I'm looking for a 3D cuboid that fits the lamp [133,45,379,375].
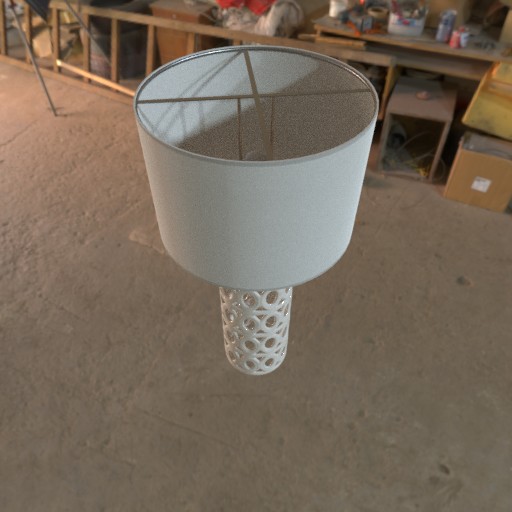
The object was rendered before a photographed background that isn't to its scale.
[{"bbox_3d":[0.000,0.000,0.826,0.325,0.636,0.324,-5,47,-4],"label":"lamp"}]
